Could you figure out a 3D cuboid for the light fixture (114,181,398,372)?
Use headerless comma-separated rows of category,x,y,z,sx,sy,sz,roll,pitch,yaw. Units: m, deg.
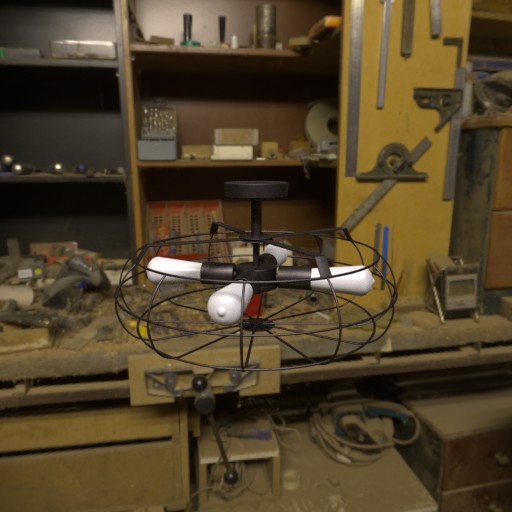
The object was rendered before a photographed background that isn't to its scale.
light fixture,0.000,0.000,0.939,0.582,0.311,0.582,0,14,0
